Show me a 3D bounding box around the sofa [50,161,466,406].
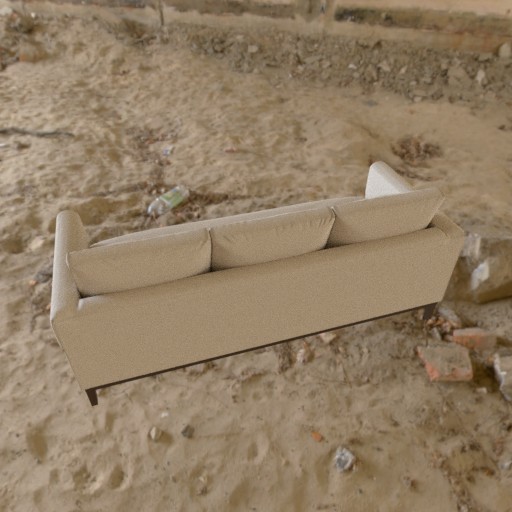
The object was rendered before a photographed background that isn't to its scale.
[{"bbox_3d":[0.000,0.000,2.664,2.198,0.911,0.902,-11,40,-13],"label":"sofa"}]
